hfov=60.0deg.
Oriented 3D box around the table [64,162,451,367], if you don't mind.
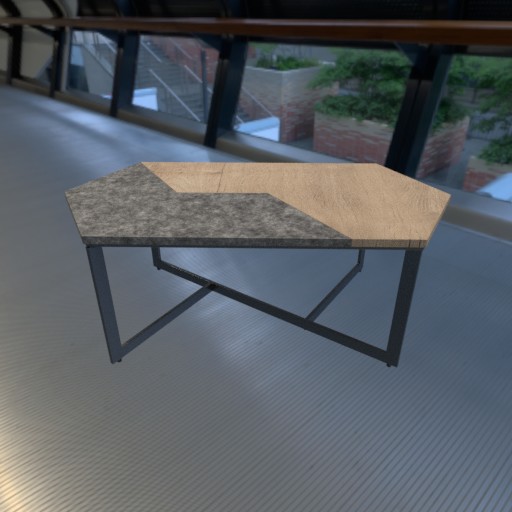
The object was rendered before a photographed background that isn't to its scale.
[{"bbox_3d":[0.000,0.000,1.510,1.219,0.457,0.609,1,30,1],"label":"table"}]
